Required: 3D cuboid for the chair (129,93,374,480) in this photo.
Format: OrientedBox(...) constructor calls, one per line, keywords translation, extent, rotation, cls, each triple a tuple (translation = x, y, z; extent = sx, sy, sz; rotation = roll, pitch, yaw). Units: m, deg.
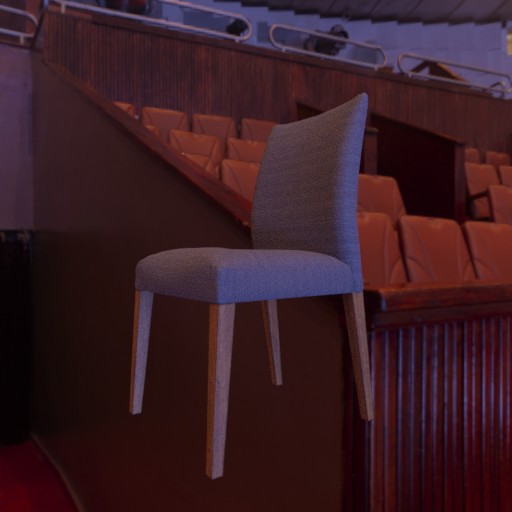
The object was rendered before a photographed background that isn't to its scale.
OrientedBox(translation=(0.000, 0.000, 1.303), extent=(0.585, 0.940, 0.496), rotation=(0, 0, -36), cls="chair")
